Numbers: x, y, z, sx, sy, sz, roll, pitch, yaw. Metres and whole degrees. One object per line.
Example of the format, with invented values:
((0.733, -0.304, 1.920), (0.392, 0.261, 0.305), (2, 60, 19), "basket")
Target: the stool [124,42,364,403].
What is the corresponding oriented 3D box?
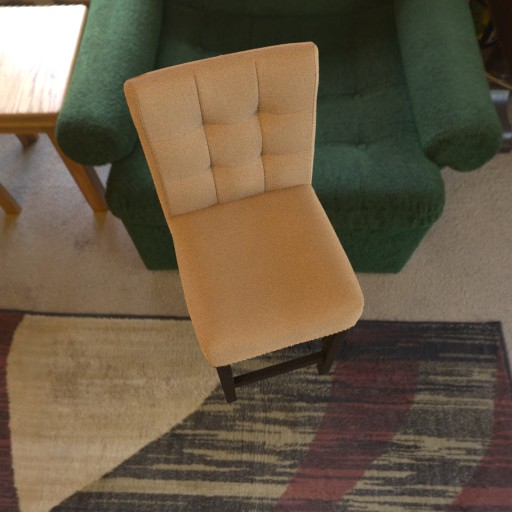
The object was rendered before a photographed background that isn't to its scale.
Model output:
((0.000, 0.000, 1.213), (0.427, 0.885, 0.571), (-15, 64, -7), "stool")
